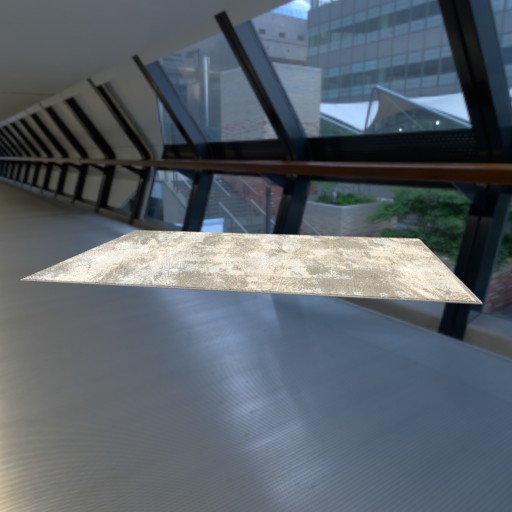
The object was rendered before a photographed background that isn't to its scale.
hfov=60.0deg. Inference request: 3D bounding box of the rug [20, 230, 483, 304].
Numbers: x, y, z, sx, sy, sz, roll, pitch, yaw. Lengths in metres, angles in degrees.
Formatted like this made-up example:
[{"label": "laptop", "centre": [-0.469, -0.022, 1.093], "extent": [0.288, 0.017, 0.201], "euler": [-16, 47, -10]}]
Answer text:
[{"label": "rug", "centre": [0.000, 0.000, 3.033], "extent": [2.431, 0.012, 1.536], "euler": [2, 14, 9]}]
